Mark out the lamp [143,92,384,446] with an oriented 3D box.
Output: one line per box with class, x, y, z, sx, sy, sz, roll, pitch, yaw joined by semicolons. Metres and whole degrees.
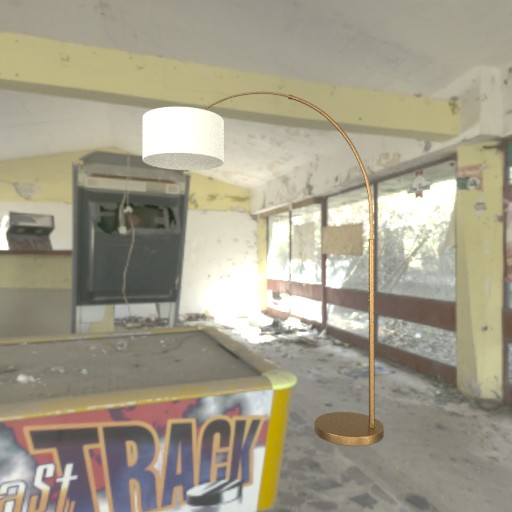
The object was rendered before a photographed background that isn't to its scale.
lamp;0.000;0.000;2.593;1.434;1.927;0.493;0;0;18
